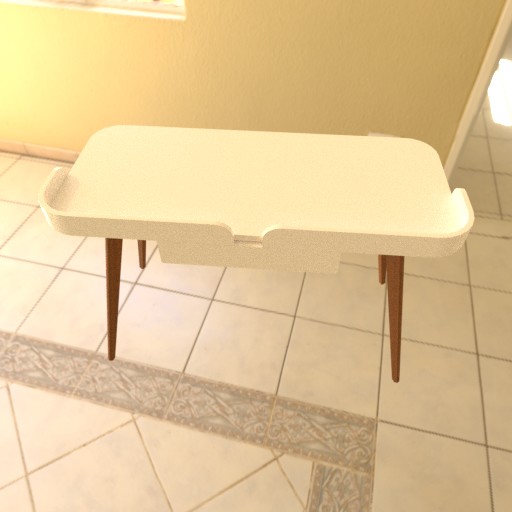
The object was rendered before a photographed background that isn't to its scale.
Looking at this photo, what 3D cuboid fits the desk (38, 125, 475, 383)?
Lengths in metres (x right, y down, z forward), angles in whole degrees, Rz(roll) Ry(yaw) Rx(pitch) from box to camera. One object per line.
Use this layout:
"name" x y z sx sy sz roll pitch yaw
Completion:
"desk" 0.000 0.000 1.633 1.206 0.807 0.534 4 48 3
